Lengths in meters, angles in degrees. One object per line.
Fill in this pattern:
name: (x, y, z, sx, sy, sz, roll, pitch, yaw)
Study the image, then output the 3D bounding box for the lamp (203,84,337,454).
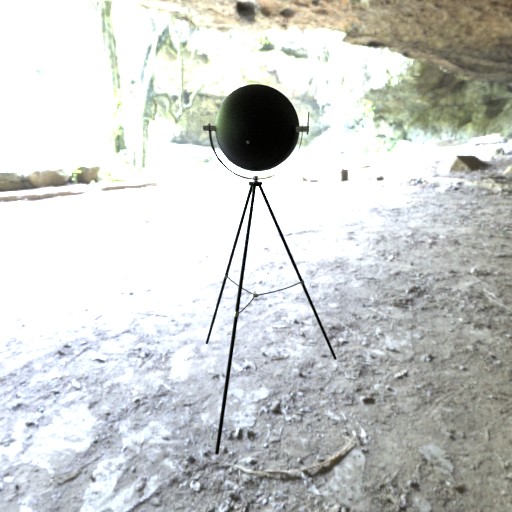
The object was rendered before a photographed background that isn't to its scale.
lamp: (0.000, 0.000, 2.076, 0.817, 1.512, 0.920, 3, 19, 10)
